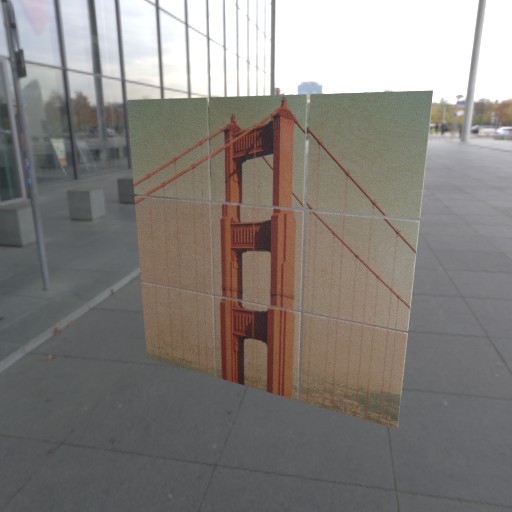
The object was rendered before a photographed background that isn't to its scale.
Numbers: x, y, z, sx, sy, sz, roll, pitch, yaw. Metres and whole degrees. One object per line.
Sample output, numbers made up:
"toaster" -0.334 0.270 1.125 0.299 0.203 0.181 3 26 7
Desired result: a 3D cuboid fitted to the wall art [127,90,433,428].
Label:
"wall art" 0.000 0.000 2.237 1.517 1.523 0.013 8 18 25
